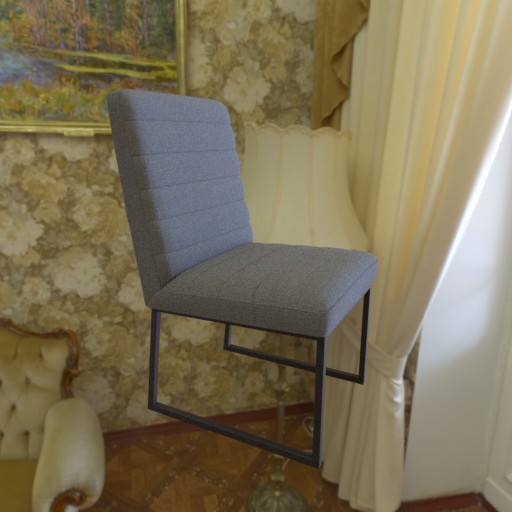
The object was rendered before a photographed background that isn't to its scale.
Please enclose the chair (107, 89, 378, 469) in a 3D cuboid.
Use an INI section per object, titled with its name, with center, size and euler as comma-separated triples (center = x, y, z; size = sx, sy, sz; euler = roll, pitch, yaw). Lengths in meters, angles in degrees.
[chair]
center = 0.000, 0.000, 1.327
size = 0.634, 0.930, 0.520
euler = 8, 17, 26
